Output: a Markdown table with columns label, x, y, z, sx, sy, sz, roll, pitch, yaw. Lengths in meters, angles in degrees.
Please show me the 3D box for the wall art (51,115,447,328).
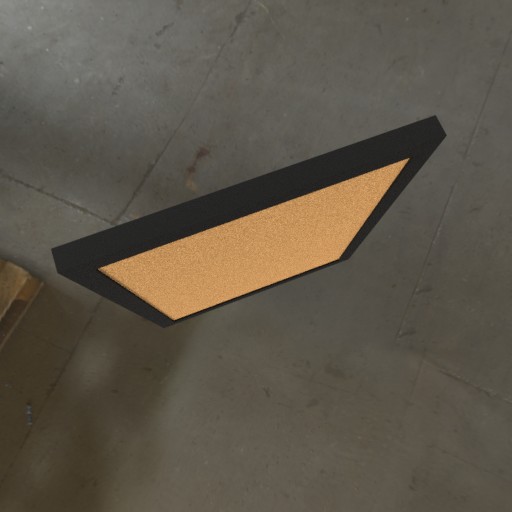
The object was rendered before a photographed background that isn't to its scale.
| label | x | y | z | sx | sy | sz | roll | pitch | yaw |
| --- | --- | --- | --- | --- | --- | --- | --- | --- | --- |
| wall art | 0.000 | 0.000 | 0.760 | 0.457 | 0.559 | 0.029 | -20 | 76 | -5 |
